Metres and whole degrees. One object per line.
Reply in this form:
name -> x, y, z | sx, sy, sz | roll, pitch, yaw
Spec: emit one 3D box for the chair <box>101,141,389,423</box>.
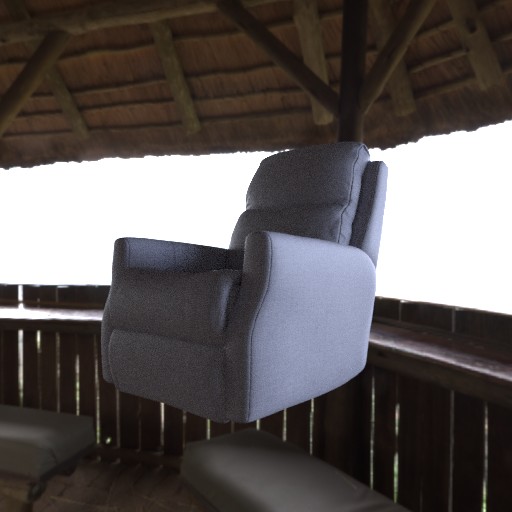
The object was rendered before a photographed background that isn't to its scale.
chair -> 0.000, 0.000, 1.819 | 0.829, 1.030, 1.080 | 0, 0, 38
